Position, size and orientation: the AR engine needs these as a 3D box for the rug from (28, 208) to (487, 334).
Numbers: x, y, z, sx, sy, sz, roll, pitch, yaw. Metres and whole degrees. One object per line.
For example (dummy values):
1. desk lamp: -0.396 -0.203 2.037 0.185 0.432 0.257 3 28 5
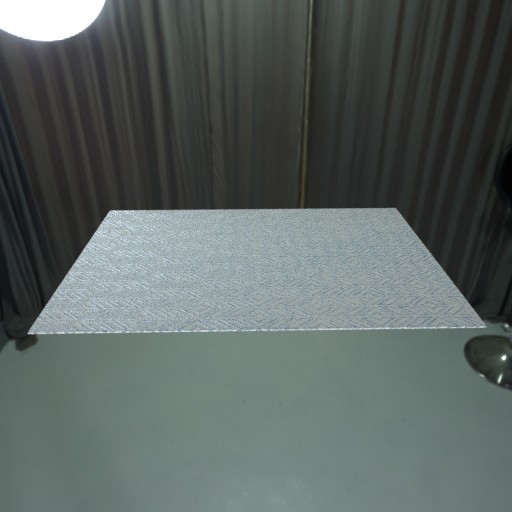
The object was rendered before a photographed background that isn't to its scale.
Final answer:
1. rug: 0.000 0.000 2.295 1.824 0.008 1.220 -1 29 -1
